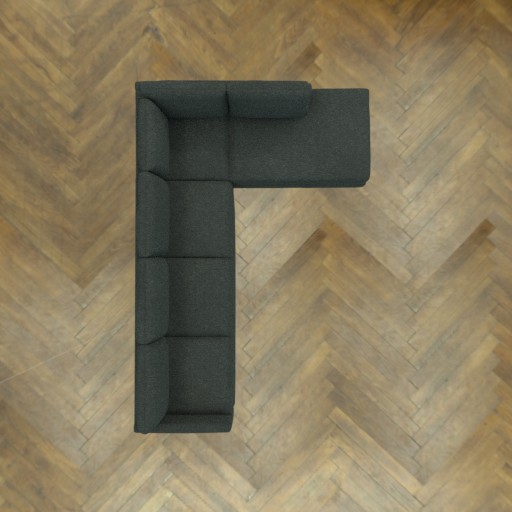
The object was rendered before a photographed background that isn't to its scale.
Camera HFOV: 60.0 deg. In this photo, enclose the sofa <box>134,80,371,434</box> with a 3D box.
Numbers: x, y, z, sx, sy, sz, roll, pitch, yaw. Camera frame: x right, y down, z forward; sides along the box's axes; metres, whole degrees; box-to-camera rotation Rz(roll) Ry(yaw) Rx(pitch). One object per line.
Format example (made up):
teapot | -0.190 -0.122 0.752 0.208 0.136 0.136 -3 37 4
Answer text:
sofa | 0.000 0.000 3.833 2.007 0.815 2.949 0 89 0
